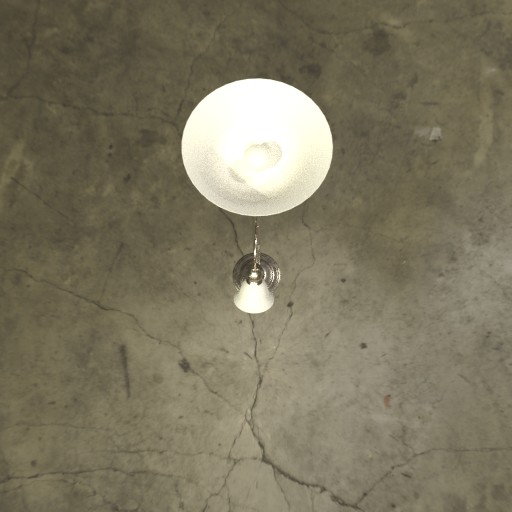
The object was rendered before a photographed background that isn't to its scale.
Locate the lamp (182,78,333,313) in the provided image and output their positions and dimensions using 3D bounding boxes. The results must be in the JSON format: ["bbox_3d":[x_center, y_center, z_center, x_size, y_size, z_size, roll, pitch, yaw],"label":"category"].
[{"bbox_3d":[0.000,0.000,2.033,0.405,1.785,0.575,2,76,1],"label":"lamp"}]
